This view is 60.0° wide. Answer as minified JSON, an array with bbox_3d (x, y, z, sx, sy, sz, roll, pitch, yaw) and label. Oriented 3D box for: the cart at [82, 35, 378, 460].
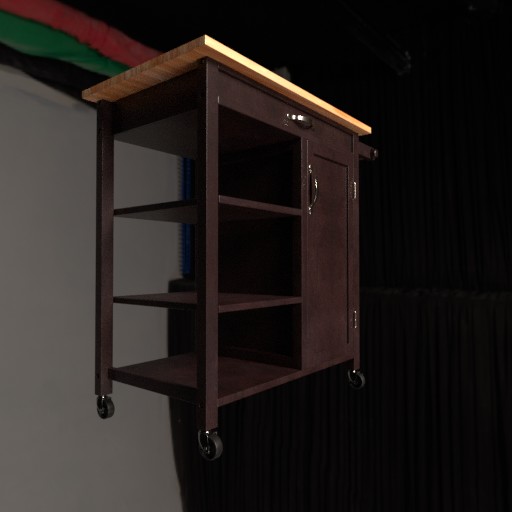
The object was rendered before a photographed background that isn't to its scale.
[{"bbox_3d":[0.000,0.000,1.393,0.472,0.878,0.914,-1,-1,39],"label":"cart"}]
